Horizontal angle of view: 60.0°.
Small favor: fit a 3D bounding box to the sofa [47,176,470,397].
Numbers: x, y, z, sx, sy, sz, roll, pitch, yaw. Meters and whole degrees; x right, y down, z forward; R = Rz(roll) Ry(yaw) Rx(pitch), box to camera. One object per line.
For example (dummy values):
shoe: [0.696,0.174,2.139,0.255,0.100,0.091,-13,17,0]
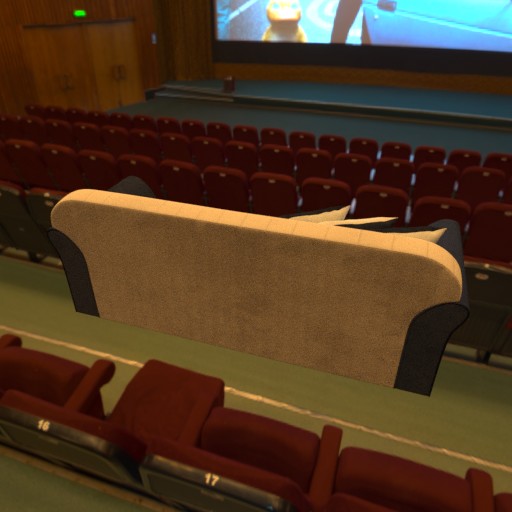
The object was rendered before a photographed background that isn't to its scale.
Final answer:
sofa: [0.000,0.000,2.374,2.006,0.789,0.749,10,33,16]
